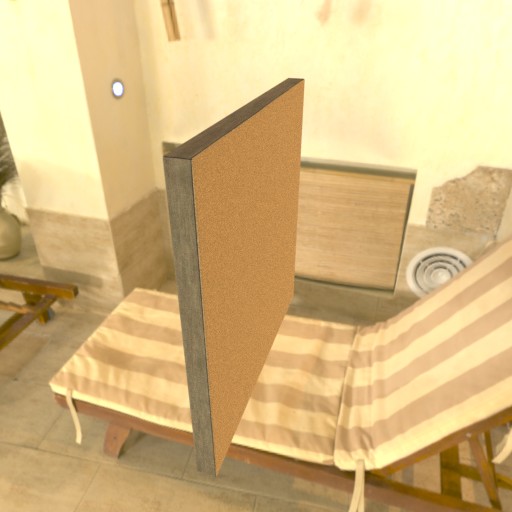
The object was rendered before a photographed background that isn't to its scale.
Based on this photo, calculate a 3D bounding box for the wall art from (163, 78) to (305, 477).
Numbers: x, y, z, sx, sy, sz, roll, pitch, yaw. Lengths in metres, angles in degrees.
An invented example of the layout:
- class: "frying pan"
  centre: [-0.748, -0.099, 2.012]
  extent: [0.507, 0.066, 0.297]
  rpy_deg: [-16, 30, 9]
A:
- class: "wall art"
  centre: [0.000, 0.000, 1.141]
  extent: [0.050, 0.751, 0.749]
  rpy_deg: [9, 32, 15]
